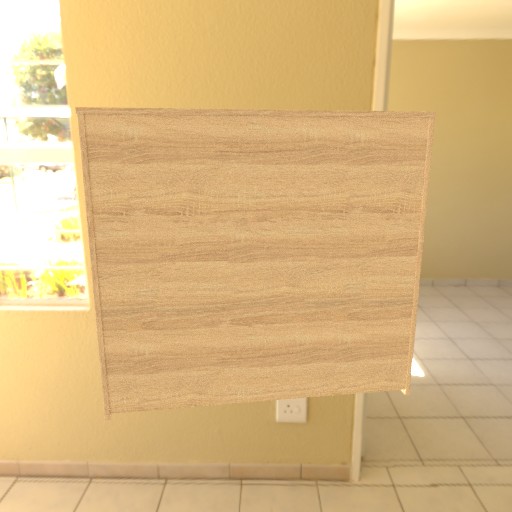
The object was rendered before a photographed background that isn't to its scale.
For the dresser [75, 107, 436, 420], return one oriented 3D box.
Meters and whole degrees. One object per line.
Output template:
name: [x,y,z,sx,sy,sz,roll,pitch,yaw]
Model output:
dresser: [0.000,0.000,1.478,0.980,0.900,0.380,-2,14,-8]
